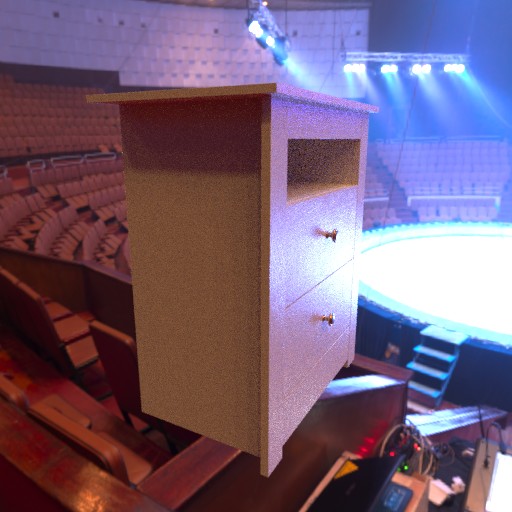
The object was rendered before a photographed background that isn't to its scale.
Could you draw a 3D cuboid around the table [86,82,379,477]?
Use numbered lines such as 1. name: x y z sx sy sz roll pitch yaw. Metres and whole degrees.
1. table: 0.000 0.000 1.081 0.406 0.711 0.589 8 17 28
